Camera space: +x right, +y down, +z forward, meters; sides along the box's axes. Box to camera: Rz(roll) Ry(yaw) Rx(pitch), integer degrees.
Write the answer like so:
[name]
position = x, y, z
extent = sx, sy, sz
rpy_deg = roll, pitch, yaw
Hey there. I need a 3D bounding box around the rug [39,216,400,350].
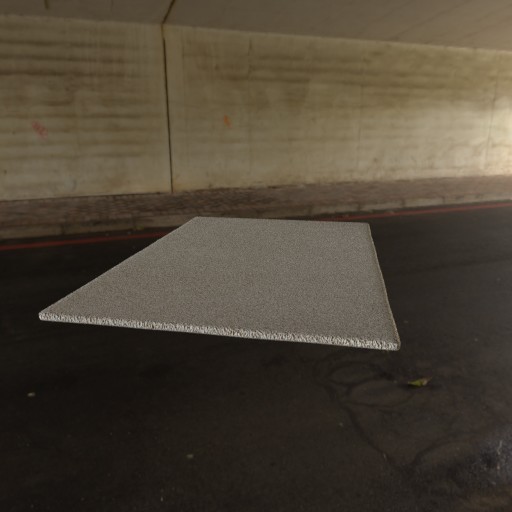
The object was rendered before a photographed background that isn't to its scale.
[rug]
position = 0.000, 0.000, 2.274
extent = 1.219, 0.030, 1.778
rpy_deg = 3, 16, 10
